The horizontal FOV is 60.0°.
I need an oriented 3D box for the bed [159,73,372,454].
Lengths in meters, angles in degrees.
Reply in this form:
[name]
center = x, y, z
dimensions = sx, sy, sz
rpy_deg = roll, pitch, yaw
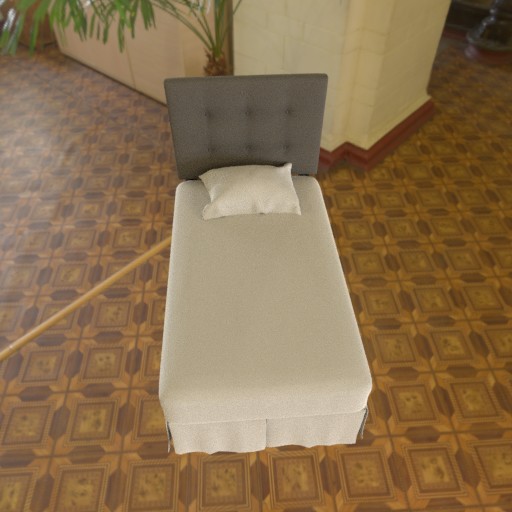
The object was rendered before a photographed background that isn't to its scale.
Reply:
[bed]
center = 0.000, 0.000, 2.958
dimensions = 1.261, 1.571, 1.997
rpy_deg = -3, 47, -3
